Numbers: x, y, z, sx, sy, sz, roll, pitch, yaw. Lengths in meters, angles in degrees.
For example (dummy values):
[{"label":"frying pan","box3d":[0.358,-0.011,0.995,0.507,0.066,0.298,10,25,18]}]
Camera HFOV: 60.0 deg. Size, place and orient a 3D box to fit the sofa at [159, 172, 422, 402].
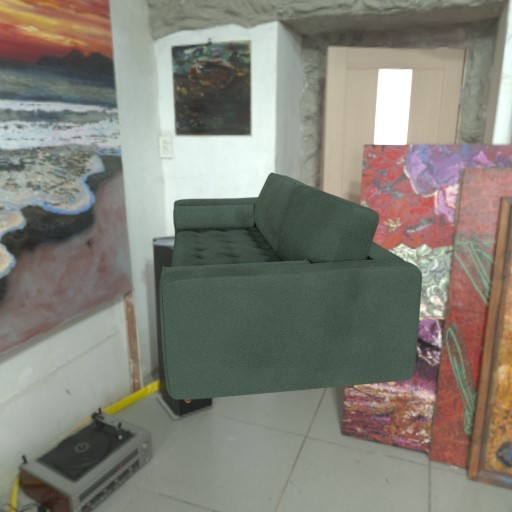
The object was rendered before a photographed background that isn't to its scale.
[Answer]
[{"label":"sofa","box3d":[0.000,0.000,2.398,0.916,0.772,1.880,-2,15,-8]}]
